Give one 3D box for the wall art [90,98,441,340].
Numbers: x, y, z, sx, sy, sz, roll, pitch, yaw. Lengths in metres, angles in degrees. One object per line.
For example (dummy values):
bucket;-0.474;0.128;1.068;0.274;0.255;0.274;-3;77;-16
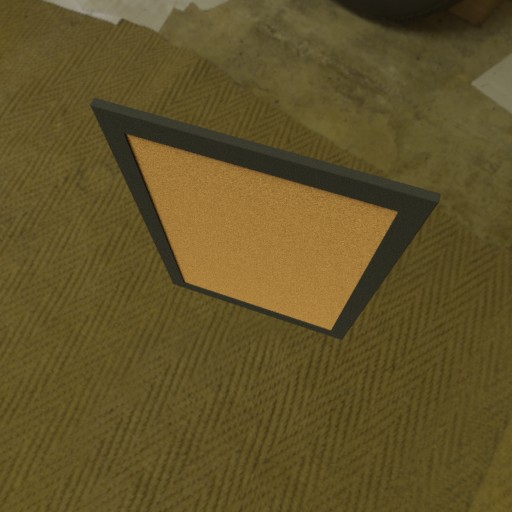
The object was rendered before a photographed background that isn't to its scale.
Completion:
wall art;0.000;0.000;0.691;0.374;0.529;0.012;17;66;8
